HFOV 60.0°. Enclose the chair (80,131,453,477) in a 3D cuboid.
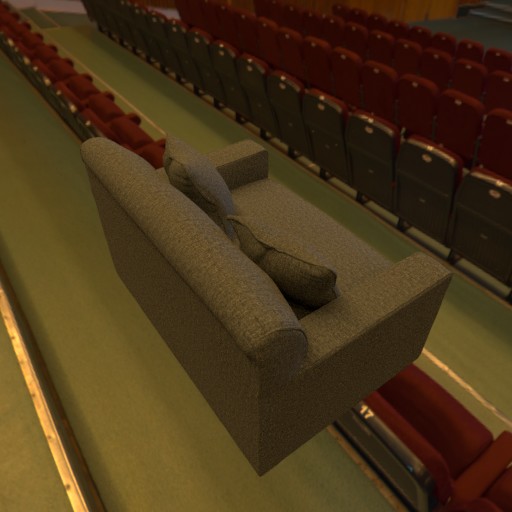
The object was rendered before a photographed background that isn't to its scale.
[{"bbox_3d":[0.000,0.000,2.043,1.000,0.948,1.383,-26,48,-26],"label":"chair"}]
